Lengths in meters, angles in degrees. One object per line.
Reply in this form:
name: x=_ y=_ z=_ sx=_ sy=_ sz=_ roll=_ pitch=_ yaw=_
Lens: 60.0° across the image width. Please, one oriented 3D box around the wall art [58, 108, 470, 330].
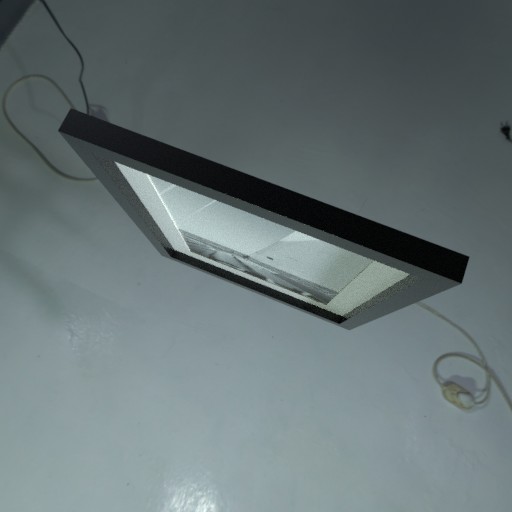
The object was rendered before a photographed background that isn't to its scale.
wall art: x=0.000 y=0.000 z=0.744 sx=0.461 sy=0.558 sz=0.031 roll=21 pitch=77 yaw=5
